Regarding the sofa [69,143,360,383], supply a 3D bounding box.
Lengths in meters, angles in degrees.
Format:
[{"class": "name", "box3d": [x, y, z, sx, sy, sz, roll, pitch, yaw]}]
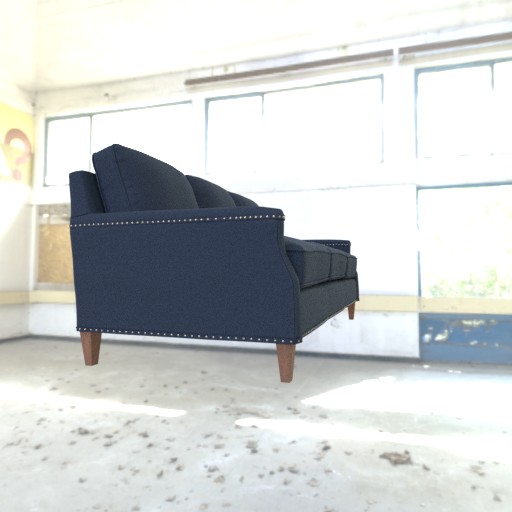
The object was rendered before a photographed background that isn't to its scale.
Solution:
[{"class": "sofa", "box3d": [0.000, 0.000, 2.826, 1.084, 1.003, 2.246, 0, -2, 19]}]
